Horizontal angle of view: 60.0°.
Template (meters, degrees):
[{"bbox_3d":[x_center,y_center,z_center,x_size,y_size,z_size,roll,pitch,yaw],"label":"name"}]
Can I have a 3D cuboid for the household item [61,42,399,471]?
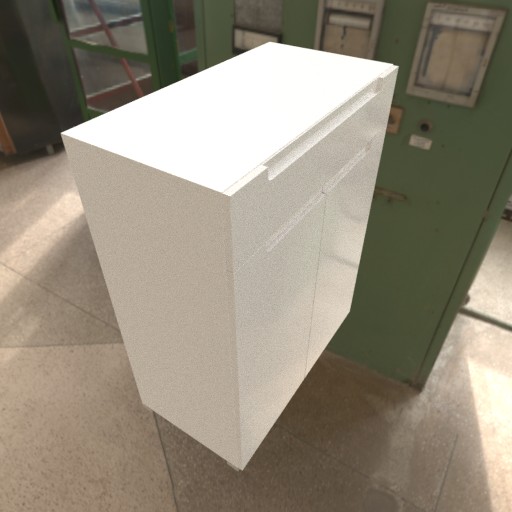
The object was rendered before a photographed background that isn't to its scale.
[{"bbox_3d":[0.000,0.000,1.380,0.420,1.010,0.790,23,45,25],"label":"household item"}]
